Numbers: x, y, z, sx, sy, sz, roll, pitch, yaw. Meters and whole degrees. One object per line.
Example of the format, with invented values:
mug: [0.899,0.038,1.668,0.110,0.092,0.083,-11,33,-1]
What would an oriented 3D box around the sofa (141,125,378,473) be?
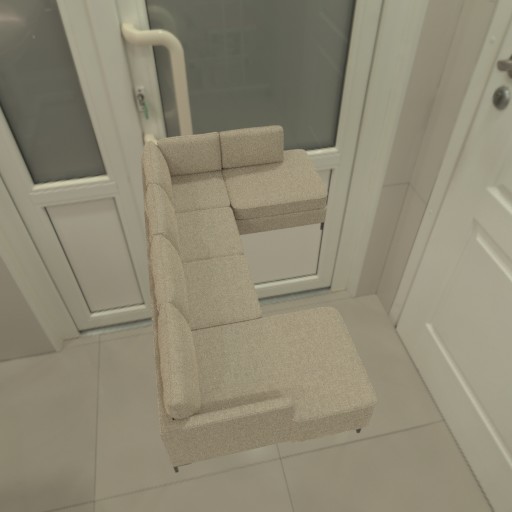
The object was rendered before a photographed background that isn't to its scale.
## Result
sofa: [0.000,0.000,4.339,2.021,0.996,3.423,-9,46,-9]
